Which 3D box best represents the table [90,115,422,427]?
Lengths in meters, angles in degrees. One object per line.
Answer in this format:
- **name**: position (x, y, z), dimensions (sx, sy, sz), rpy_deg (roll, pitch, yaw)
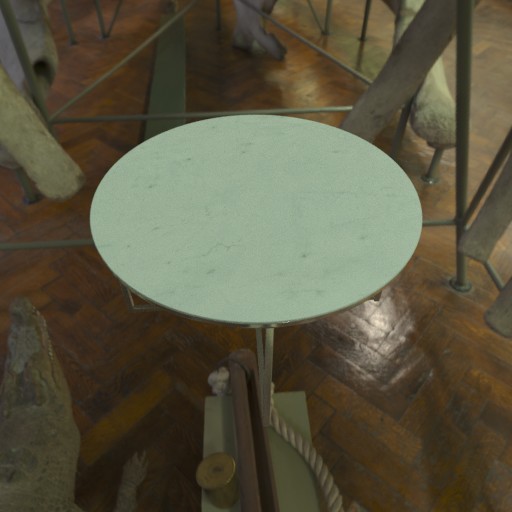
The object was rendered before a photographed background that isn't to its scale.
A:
- **table**: position (0.000, 0.000, 1.261), dimensions (0.800, 0.450, 0.800), rpy_deg (0, 45, 0)
